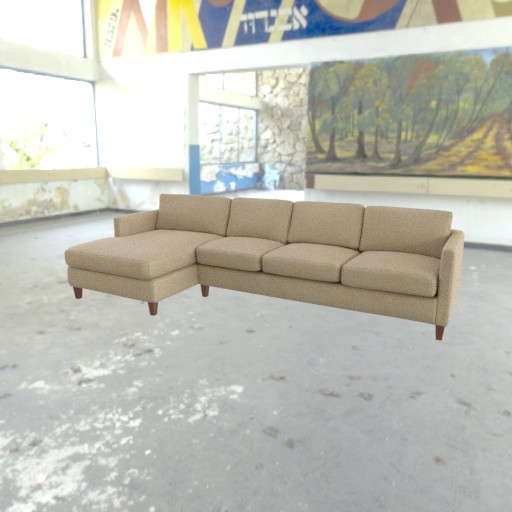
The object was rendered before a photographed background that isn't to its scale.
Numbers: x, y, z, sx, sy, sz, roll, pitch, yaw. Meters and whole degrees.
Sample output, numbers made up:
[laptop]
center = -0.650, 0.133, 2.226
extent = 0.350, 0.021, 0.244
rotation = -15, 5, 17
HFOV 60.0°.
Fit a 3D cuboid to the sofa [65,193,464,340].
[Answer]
[sofa]
center = 0.000, 0.000, 3.869
extent = 3.201, 0.876, 1.502
rotation = 7, 15, 27
